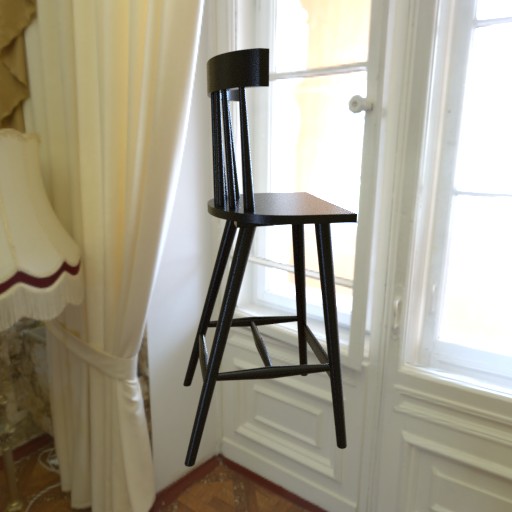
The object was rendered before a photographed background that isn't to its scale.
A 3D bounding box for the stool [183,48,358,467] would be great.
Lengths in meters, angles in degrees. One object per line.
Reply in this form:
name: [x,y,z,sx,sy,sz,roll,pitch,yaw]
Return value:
stool: [0.000,0.000,1.359,0.483,1.092,0.482,-2,15,-9]
